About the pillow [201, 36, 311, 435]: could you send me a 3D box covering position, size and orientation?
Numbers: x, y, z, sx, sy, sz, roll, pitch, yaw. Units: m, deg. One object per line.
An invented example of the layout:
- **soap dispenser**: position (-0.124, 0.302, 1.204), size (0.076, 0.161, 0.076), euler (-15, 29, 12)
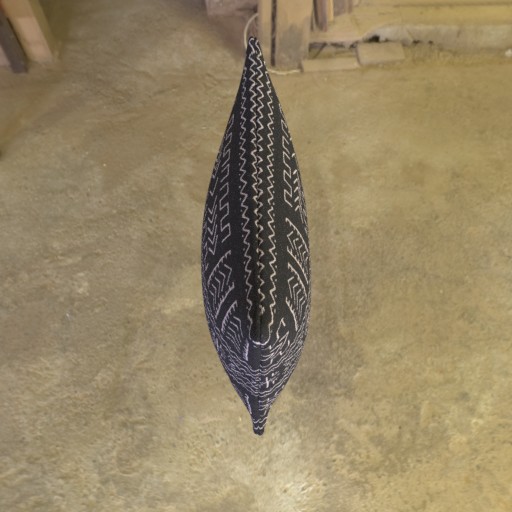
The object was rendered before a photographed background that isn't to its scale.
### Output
- **pillow**: position (0.000, 0.000, 0.663), size (0.164, 0.430, 0.438), euler (-1, 59, 0)
